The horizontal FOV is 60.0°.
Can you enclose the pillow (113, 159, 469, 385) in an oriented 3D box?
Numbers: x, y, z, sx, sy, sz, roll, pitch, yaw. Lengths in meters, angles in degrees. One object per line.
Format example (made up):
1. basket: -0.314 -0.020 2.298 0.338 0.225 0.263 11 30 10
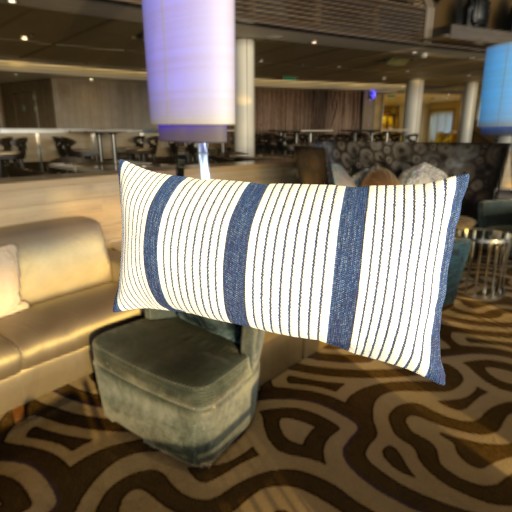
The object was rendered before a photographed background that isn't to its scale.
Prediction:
1. pillow: 0.000 0.000 0.727 0.608 0.292 0.156 8 17 25
